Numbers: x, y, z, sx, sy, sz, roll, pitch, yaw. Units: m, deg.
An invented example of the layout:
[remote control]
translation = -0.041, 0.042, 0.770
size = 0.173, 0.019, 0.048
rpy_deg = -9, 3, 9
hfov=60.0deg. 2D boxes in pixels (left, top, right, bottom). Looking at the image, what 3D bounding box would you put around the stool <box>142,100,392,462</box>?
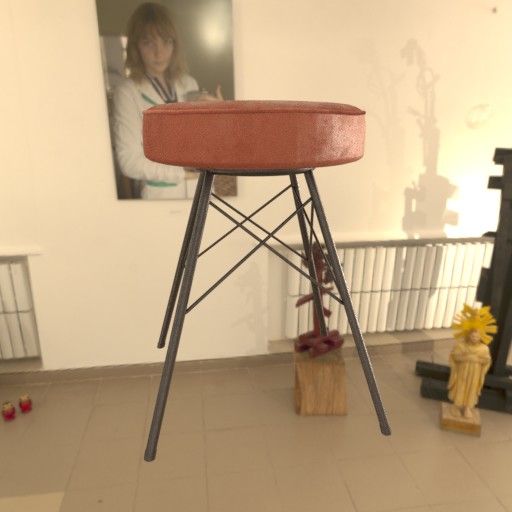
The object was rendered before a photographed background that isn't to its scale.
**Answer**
[stool]
translation = 0.000, 0.000, 0.905
size = 0.457, 0.593, 0.421
rpy_deg = -3, 18, -8
